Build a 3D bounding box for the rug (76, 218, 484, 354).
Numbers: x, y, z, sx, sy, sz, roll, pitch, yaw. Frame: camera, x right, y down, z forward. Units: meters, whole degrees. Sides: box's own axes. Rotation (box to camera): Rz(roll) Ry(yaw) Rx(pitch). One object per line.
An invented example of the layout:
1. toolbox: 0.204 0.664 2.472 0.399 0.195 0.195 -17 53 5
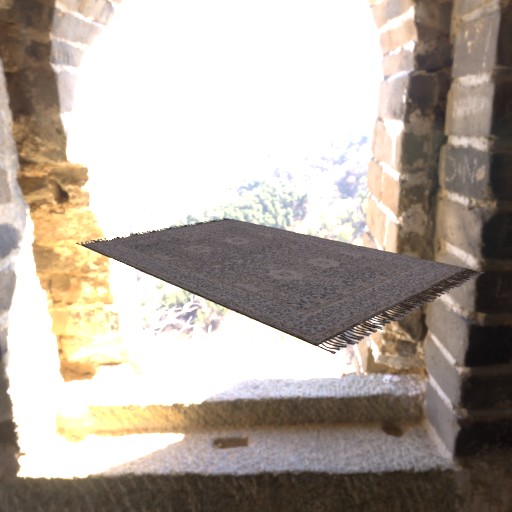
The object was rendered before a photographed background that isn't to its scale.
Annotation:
1. rug: 0.000 0.000 2.514 1.237 0.010 2.029 -14 21 -42
